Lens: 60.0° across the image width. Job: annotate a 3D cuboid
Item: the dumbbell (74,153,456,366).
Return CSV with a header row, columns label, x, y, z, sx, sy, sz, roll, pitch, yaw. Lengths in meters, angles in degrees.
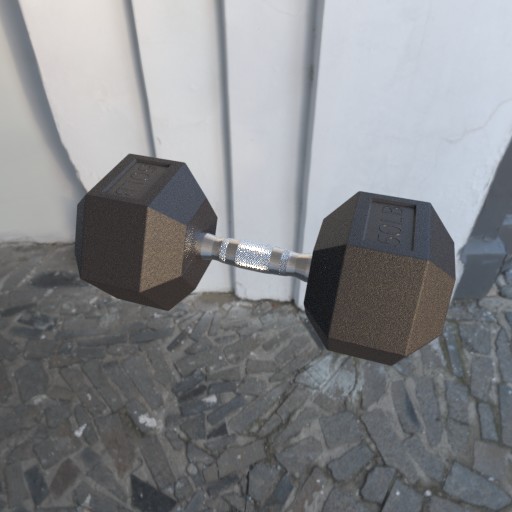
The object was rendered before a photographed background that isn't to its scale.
label,x,y,z,sx,sy,sz,roll,pitch,yaw
dumbbell,0.000,0.000,0.480,0.384,0.150,0.173,12,43,13
